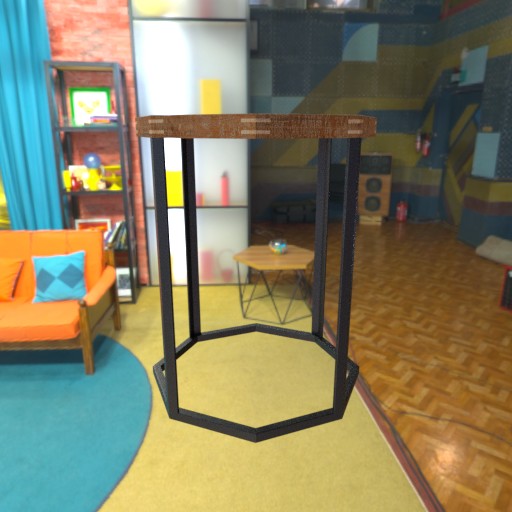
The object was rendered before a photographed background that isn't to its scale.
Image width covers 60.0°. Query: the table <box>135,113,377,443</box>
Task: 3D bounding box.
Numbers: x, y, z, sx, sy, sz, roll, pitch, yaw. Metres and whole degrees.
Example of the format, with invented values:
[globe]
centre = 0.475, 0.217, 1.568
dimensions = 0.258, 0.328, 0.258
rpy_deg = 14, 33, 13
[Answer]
[table]
centre = 0.000, 0.000, 0.913
dimensions = 0.458, 0.543, 0.458
rpy_deg = -15, 22, -43
